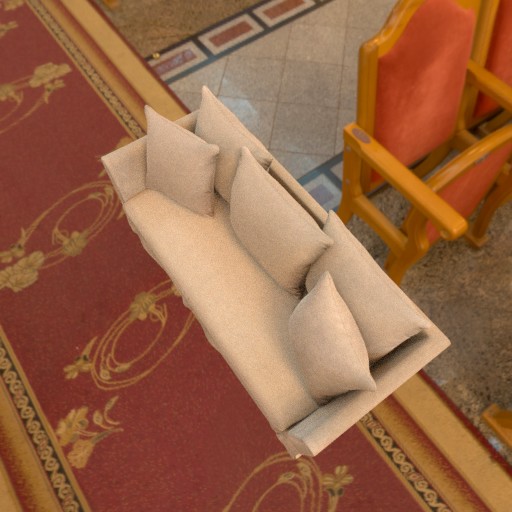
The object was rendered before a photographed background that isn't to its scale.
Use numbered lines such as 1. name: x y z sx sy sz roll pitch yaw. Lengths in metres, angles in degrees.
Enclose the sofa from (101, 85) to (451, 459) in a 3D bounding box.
1. sofa: 0.000 0.000 2.885 1.031 1.034 2.290 -32 66 -16
